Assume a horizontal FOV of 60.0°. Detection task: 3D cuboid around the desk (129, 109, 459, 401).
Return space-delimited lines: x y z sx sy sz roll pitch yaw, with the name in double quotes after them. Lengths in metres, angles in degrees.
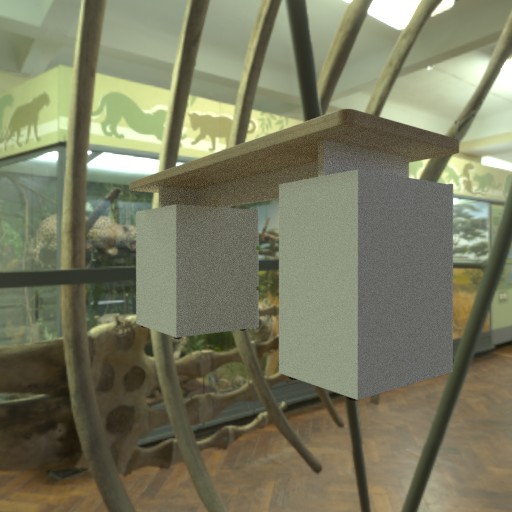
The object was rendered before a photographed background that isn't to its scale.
0.000 0.000 1.873 0.550 0.755 1.500 0 1 -37 "desk"
